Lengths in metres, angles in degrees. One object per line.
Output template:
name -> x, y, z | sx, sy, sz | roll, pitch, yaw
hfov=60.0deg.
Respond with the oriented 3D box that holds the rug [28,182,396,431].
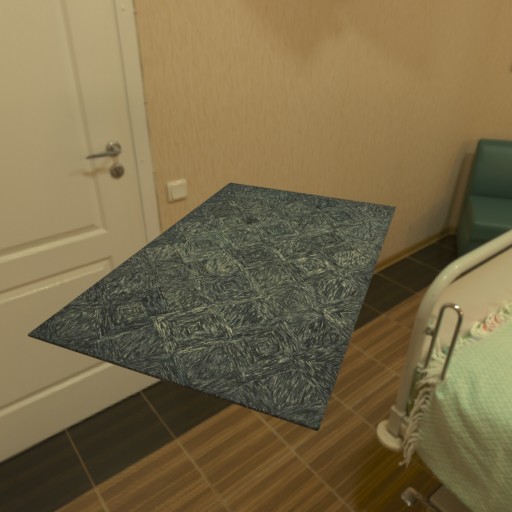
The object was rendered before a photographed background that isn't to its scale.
rug -> 0.000, 0.000, 2.876 | 1.478, 0.017, 2.330 | 11, 31, 19
